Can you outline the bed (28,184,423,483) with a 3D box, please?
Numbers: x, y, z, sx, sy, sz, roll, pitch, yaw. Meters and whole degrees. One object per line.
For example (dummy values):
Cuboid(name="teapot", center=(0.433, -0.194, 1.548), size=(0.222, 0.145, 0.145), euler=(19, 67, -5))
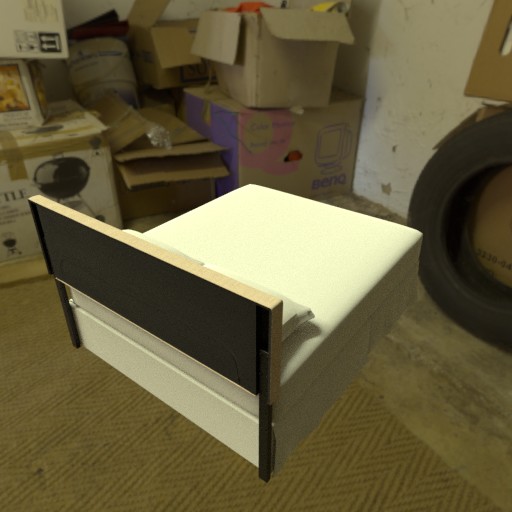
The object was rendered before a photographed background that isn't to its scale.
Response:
Cuboid(name="bed", center=(0.000, 0.000, 2.803), size=(1.616, 1.016, 1.876), euler=(21, 36, 31))
